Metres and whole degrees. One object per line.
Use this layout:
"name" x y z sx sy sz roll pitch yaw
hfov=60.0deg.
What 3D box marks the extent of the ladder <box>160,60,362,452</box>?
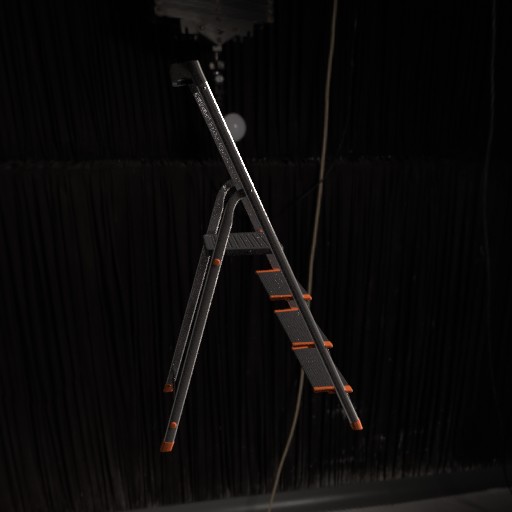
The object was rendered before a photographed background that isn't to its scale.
"ladder" 0.000 0.000 1.818 0.834 1.429 0.452 -3 16 -9
